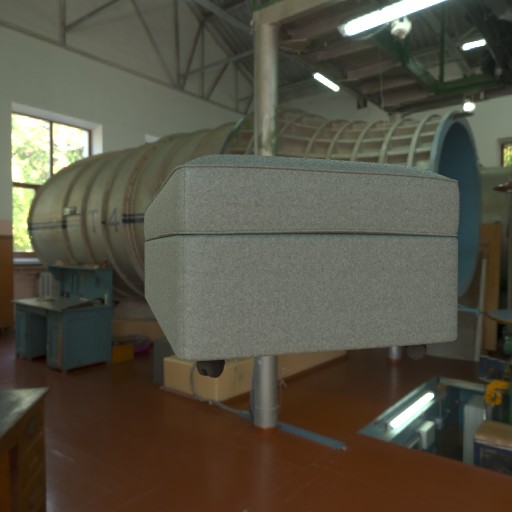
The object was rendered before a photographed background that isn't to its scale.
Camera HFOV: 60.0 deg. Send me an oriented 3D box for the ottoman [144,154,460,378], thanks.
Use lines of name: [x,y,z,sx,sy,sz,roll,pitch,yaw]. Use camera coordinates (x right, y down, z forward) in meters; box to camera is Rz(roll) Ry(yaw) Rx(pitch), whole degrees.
ottoman: [0.000,0.000,1.506,0.681,0.494,1.173,0,1,-17]
